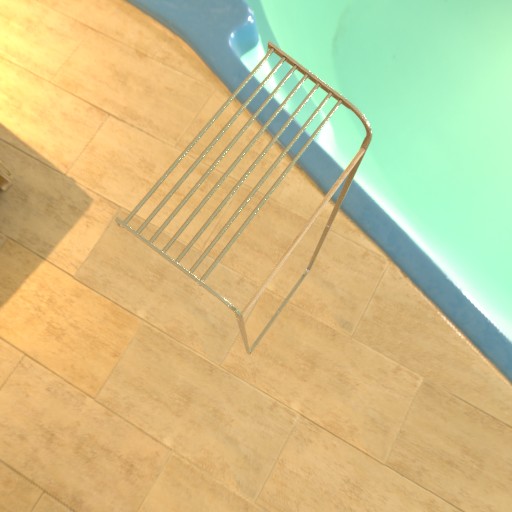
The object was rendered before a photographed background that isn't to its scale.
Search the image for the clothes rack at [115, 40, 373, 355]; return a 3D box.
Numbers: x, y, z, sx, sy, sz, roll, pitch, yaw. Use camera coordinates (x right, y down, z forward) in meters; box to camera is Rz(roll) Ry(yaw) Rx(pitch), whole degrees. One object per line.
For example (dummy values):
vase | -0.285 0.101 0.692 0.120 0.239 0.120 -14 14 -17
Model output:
clothes rack | 0.000 0.000 1.792 0.349 1.574 0.609 35 77 9
